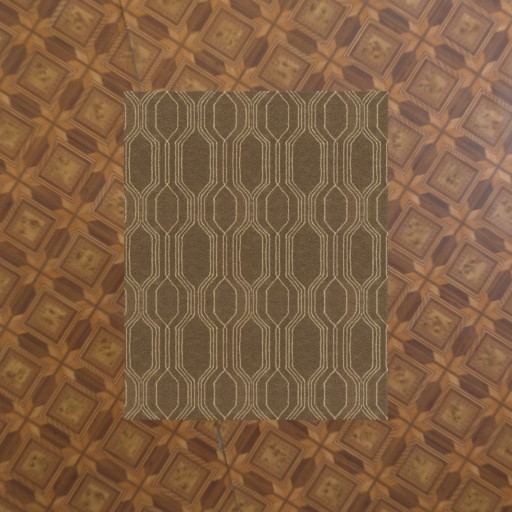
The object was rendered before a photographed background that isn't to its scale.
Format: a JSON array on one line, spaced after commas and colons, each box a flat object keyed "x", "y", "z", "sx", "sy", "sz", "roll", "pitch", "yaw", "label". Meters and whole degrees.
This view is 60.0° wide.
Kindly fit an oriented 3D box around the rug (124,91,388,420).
[{"x": 0.000, "y": 0.000, "z": 4.130, "sx": 2.457, "sy": 0.012, "sz": 3.062, "roll": 0, "pitch": 90, "yaw": 0, "label": "rug"}]
